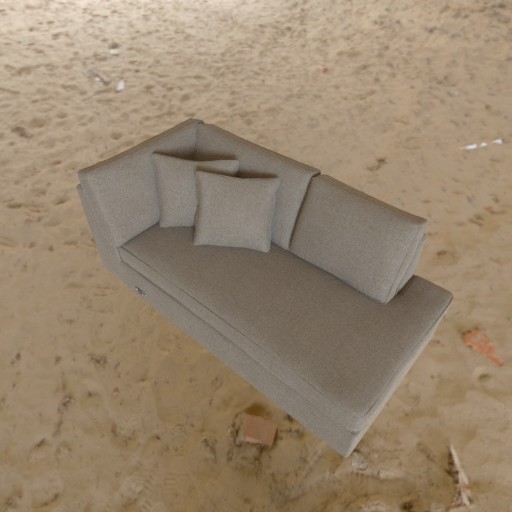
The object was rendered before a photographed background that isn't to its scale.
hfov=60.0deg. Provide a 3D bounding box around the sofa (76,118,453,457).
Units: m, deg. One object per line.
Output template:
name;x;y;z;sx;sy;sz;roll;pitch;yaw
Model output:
sofa;0.000;0.000;2.860;2.238;1.019;1.110;31;52;28
